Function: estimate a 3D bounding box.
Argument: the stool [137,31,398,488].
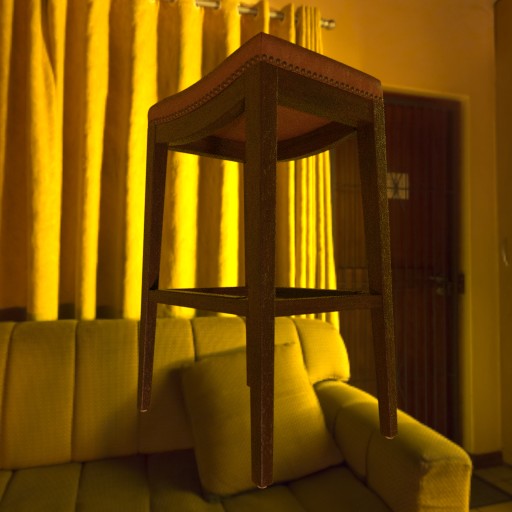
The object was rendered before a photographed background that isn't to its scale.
[{"bbox_3d":[0.000,0.000,1.017,0.361,0.759,0.500,1,-2,-37],"label":"stool"}]
